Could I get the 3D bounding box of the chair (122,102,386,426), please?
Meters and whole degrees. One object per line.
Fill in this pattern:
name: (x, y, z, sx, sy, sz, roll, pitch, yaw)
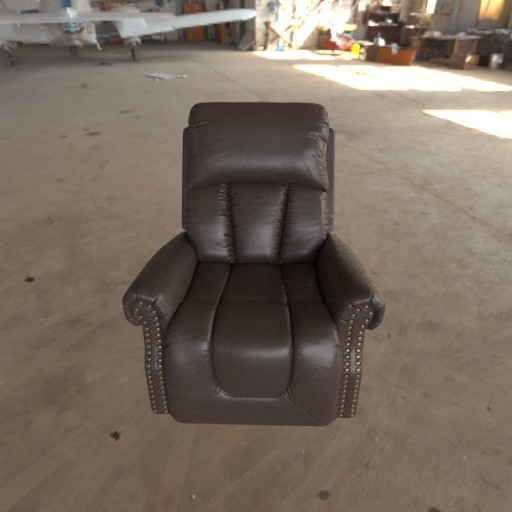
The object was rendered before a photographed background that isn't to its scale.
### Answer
chair: (0.000, 0.000, 1.770, 0.869, 1.028, 0.978, 1, 30, 1)
